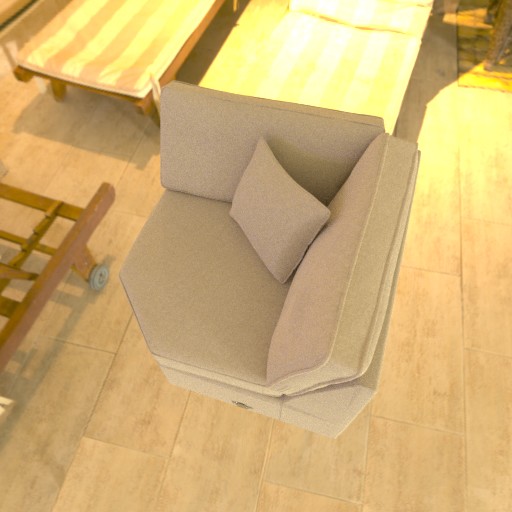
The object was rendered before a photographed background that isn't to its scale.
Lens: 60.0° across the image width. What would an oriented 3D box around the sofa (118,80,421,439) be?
[{"bbox_3d":[0.000,0.000,1.823,1.050,0.937,1.042,16,60,10],"label":"sofa"}]
